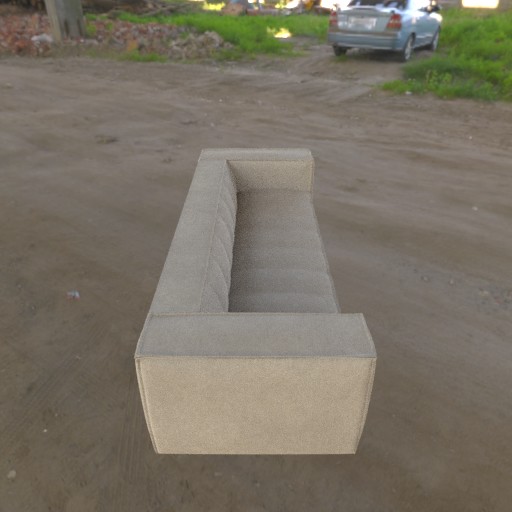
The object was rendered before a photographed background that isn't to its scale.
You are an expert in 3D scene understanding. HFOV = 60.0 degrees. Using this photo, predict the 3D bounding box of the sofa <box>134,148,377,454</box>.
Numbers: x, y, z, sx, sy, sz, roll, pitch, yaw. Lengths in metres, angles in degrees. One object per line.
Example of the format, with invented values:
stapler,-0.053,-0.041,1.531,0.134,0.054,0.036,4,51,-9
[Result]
sofa,0.000,0.000,3.058,1.038,0.680,2.697,0,31,0
